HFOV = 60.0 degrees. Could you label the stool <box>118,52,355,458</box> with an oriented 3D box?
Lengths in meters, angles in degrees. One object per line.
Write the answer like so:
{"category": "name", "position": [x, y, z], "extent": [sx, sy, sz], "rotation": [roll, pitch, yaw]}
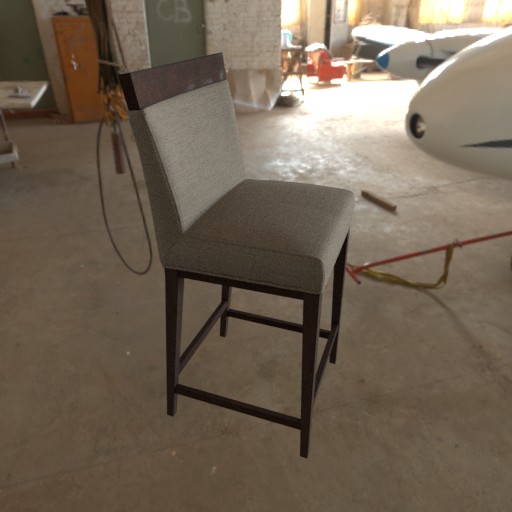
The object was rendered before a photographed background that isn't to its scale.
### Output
{"category": "stool", "position": [0.000, 0.000, 1.396], "extent": [0.531, 1.117, 0.511], "rotation": [10, 31, 17]}
